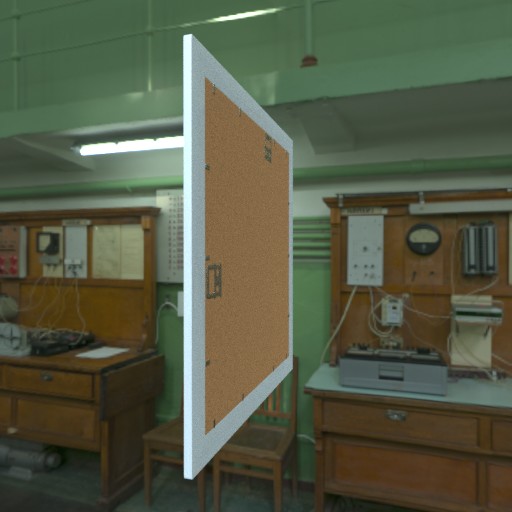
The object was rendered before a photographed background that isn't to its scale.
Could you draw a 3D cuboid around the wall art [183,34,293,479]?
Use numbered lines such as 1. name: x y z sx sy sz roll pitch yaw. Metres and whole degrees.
1. wall art: 0.000 0.000 0.859 0.013 0.584 0.584 0 0 18
